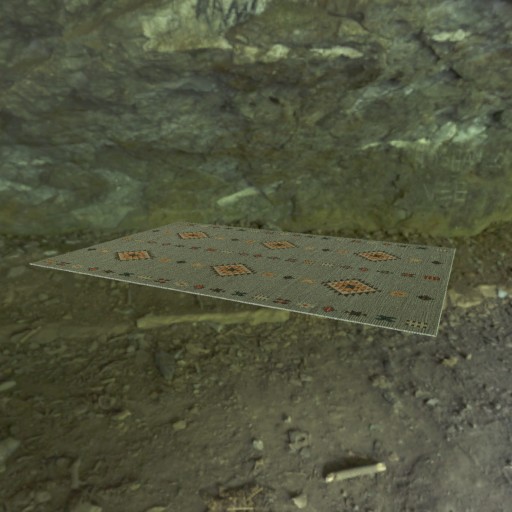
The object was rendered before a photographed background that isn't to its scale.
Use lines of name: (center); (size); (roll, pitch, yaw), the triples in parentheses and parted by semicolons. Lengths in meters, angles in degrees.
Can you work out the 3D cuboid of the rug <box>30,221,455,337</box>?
rug: (0.000, 0.000, 2.267); (1.818, 0.005, 1.217); (7, 17, 25)
